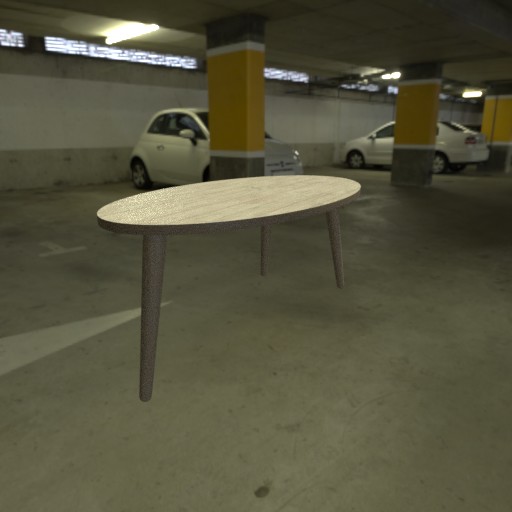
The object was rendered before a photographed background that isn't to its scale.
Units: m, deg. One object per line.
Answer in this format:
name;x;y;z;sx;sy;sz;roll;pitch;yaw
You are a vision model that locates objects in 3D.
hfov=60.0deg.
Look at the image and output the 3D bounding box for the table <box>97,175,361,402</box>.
table;0.000;0.000;1.331;0.542;0.390;1.083;8;17;26
